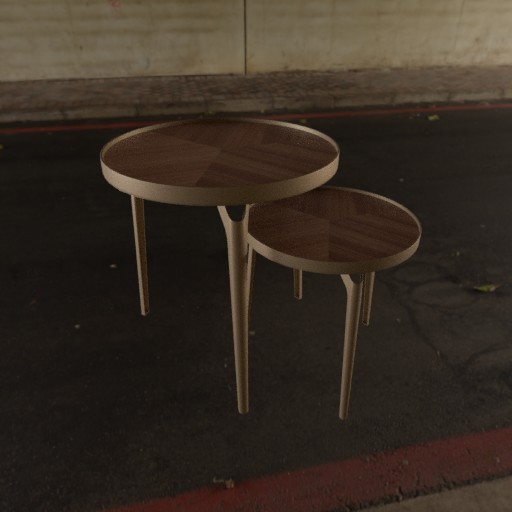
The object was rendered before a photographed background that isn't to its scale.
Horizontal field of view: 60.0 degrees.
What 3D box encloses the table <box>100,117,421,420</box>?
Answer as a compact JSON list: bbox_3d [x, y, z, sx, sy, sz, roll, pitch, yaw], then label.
[{"bbox_3d":[0.000,0.000,1.126,0.751,0.555,0.532,10,32,17],"label":"table"}]
